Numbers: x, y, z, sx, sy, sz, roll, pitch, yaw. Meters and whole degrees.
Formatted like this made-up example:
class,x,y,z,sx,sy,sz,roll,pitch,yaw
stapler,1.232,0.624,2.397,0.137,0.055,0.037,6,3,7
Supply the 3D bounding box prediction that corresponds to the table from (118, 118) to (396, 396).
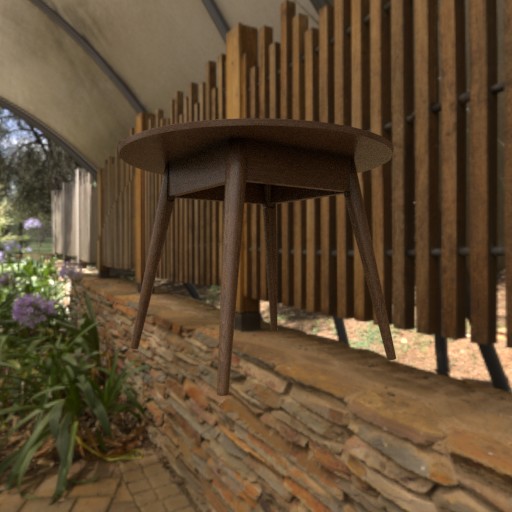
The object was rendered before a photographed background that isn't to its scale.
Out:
class,x,y,z,sx,sy,sz,roll,pitch,yaw
table,0.000,0.000,1.777,1.053,0.786,1.053,0,1,0
